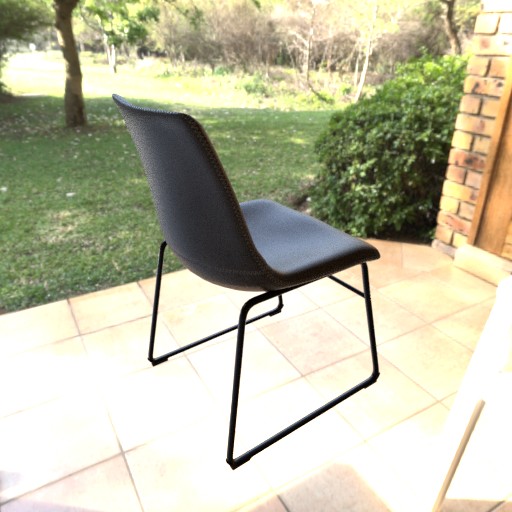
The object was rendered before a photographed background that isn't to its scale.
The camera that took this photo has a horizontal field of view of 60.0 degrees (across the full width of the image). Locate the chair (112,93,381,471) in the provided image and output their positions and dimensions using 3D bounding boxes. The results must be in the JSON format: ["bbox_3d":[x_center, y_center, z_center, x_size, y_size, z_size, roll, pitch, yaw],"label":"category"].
[{"bbox_3d":[0.000,0.000,1.117,0.550,0.780,0.460,-18,32,-31],"label":"chair"}]
